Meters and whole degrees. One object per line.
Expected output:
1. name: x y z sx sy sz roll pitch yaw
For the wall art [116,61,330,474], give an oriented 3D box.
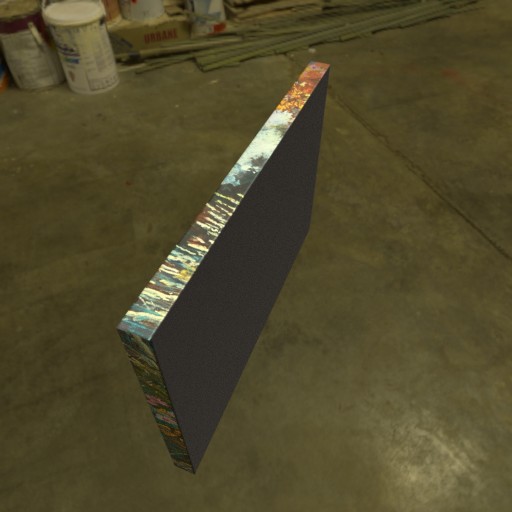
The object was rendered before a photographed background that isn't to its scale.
1. wall art: 0.000 0.000 0.754 0.037 0.406 0.610 17 50 15
